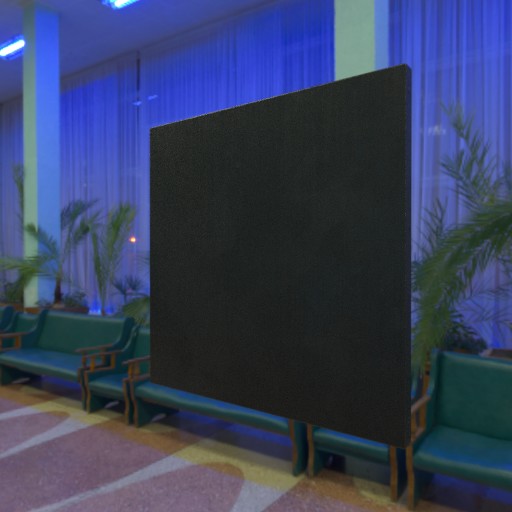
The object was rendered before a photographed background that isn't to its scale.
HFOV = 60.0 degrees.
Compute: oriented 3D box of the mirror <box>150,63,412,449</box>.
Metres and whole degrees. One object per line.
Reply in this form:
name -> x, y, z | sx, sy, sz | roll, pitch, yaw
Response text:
mirror -> 0.000, 0.000, 0.557 | 0.382, 0.381, 0.020 | 0, 0, 37
